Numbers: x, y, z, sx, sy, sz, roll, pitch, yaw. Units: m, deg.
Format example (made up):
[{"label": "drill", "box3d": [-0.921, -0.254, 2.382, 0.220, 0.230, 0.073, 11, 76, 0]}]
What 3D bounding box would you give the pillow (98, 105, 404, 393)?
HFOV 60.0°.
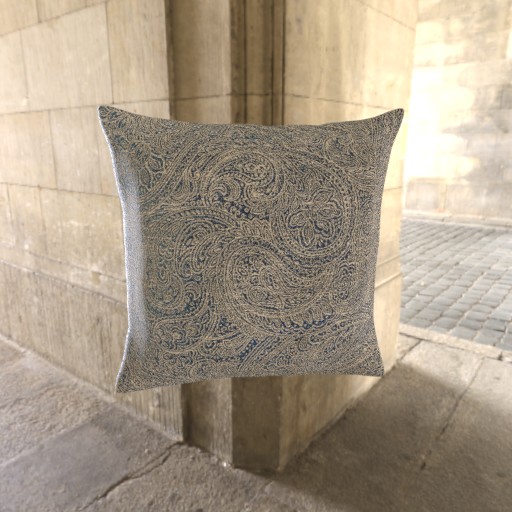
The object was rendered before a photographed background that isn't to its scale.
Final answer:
[{"label": "pillow", "box3d": [0.000, 0.000, 0.796, 0.523, 0.510, 0.166, -2, 14, -8]}]
